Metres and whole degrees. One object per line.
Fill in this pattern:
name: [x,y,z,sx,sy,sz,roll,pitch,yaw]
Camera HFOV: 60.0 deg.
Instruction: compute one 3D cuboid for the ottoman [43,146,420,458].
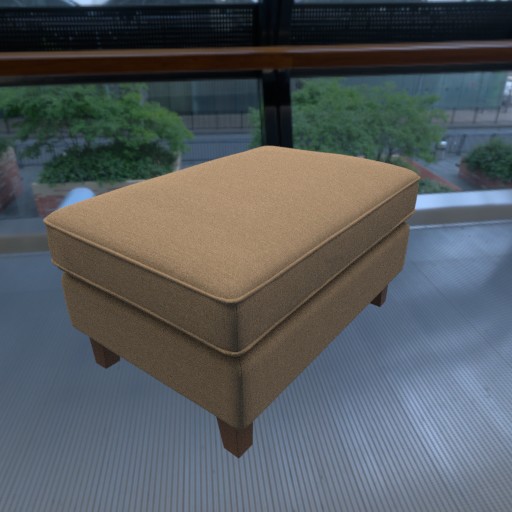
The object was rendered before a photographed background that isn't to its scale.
ottoman: [0.000,0.000,1.316,0.636,0.521,0.945,19,32,33]
